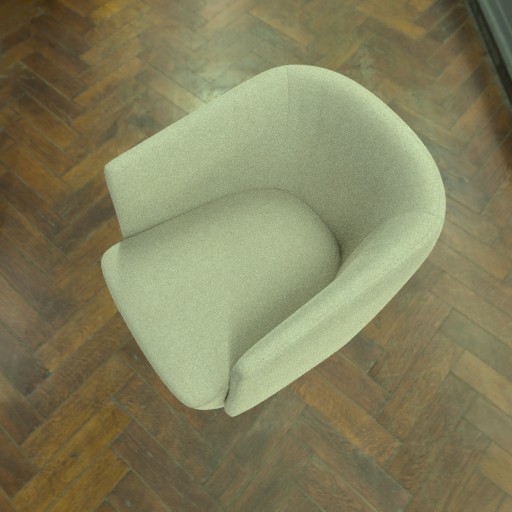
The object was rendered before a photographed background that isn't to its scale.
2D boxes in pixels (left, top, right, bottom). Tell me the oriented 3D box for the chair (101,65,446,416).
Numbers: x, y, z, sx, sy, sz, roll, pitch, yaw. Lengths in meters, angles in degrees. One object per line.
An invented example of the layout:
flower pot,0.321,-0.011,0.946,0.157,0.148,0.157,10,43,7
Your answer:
chair,0.000,0.000,1.570,0.986,0.861,0.822,-32,68,-15
